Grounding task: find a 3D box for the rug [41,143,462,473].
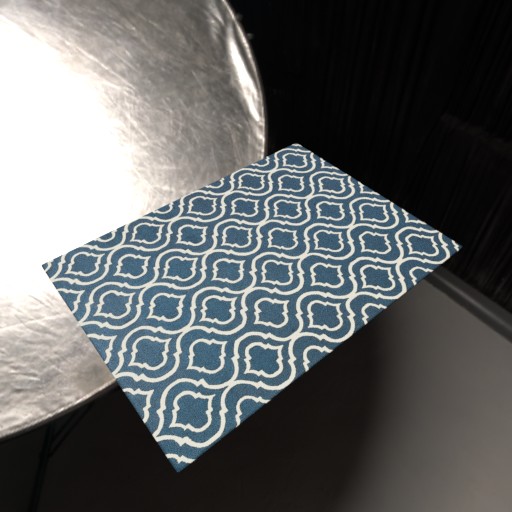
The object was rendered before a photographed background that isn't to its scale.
[{"bbox_3d":[0.000,0.000,4.343,3.353,0.010,2.438,-31,54,-26],"label":"rug"}]
